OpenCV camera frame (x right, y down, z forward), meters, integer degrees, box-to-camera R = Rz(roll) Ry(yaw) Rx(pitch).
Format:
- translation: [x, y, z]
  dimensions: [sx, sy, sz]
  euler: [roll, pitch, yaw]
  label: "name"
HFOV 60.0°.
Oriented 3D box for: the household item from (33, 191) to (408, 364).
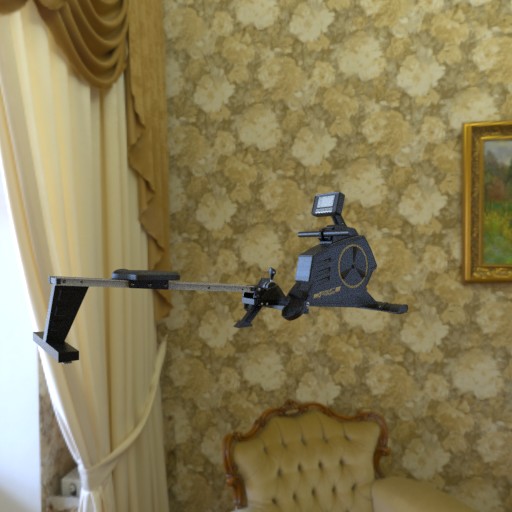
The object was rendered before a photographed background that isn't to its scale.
- translation: [0.000, 0.000, 2.559]
  dimensions: [2.251, 0.810, 0.521]
  euler: [-1, 1, -36]
  label: "household item"
